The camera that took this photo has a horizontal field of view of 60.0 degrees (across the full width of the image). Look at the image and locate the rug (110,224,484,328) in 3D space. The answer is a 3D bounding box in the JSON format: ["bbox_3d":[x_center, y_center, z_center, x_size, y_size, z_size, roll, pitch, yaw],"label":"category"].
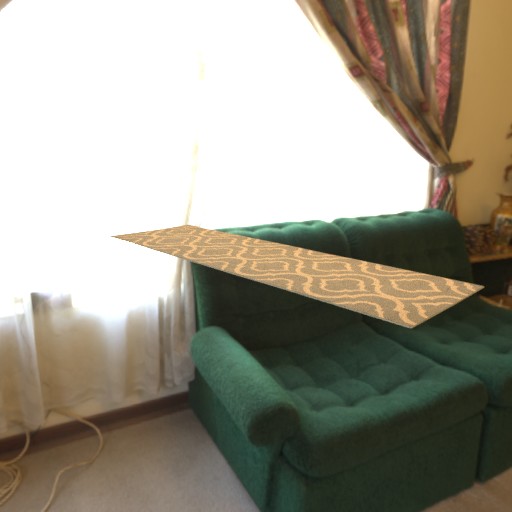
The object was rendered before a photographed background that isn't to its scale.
[{"bbox_3d":[0.000,0.000,2.565,0.684,0.009,2.275,-13,19,-42],"label":"rug"}]
